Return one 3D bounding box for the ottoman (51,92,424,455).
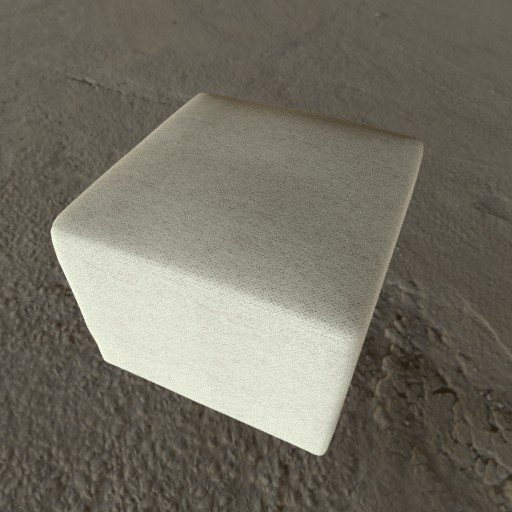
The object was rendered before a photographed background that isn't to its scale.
[{"bbox_3d":[0.000,0.000,0.915,0.512,0.453,0.521,18,49,16],"label":"ottoman"}]
